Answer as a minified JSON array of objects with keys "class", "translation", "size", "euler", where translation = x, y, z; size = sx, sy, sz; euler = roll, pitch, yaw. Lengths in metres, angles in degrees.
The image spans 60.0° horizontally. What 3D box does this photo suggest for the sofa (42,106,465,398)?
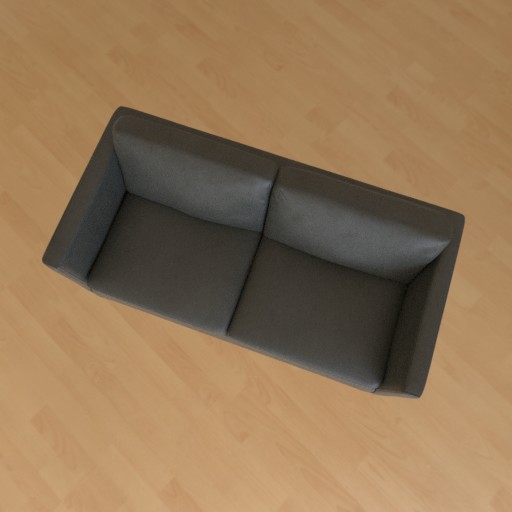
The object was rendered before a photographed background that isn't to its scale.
[{"class":"sofa","translation":[0.000,0.000,2.412],"size":[1.883,0.933,0.951],"euler":[19,76,5]}]
